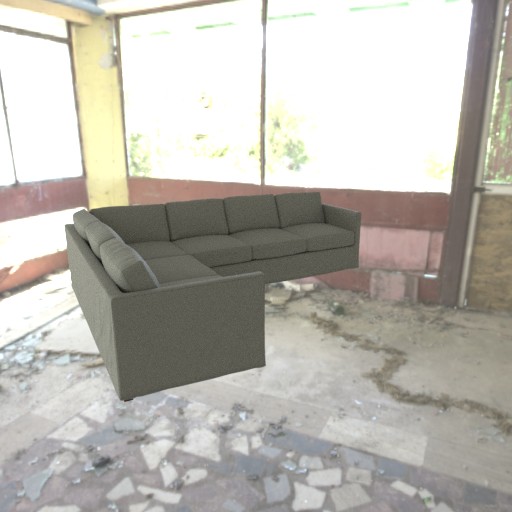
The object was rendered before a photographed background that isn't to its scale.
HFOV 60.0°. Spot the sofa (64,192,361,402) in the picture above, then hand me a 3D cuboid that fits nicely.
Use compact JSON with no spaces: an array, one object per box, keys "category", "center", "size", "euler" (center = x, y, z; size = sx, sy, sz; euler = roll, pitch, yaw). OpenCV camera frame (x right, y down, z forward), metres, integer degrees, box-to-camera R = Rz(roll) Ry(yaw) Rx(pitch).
[{"category":"sofa","center":[0.000,0.000,4.311],"size":[3.182,0.871,2.432],"euler":[-8,18,-27]}]
